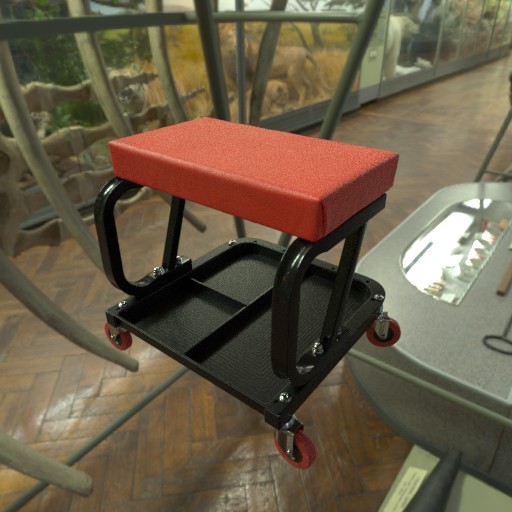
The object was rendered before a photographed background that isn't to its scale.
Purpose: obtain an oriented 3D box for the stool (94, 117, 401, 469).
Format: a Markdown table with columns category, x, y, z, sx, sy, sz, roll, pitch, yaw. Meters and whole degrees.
| category | x | y | z | sx | sy | sz | roll | pitch | yaw |
| --- | --- | --- | --- | --- | --- | --- | --- | --- | --- |
| stool | 0.000 | 0.000 | 0.738 | 0.446 | 0.380 | 0.371 | 21 | 36 | 32 |
